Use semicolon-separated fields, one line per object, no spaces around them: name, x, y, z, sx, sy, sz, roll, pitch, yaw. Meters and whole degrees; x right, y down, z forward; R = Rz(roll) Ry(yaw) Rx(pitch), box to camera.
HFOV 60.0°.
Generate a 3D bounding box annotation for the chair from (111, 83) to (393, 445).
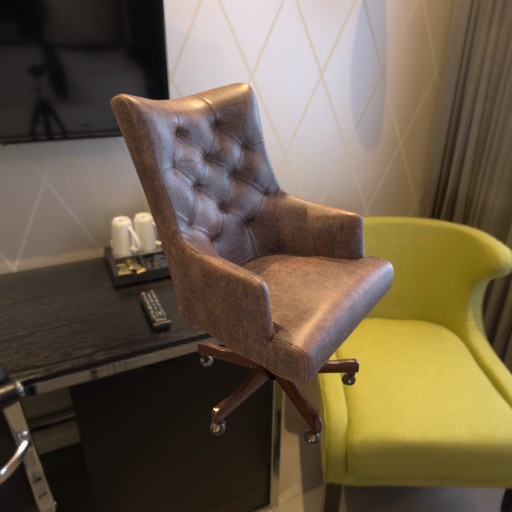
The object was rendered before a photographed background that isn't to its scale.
chair;0.000;0.000;1.483;0.762;1.035;0.641;17;30;31
